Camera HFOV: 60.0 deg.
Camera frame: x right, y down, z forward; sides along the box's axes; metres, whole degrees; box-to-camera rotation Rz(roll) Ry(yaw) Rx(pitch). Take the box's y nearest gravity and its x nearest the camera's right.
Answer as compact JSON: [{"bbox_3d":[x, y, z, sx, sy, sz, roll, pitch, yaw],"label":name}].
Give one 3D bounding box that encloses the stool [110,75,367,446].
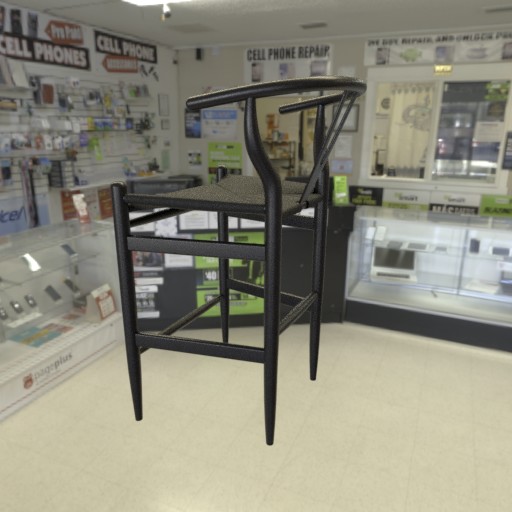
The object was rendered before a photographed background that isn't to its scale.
[{"bbox_3d":[0.000,0.000,1.327,0.579,0.970,0.569,8,18,25],"label":"stool"}]
